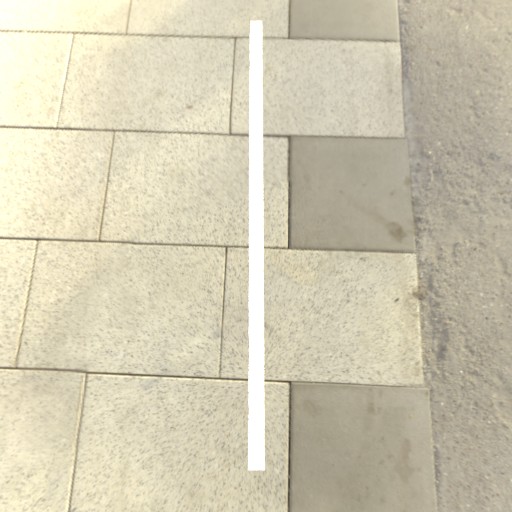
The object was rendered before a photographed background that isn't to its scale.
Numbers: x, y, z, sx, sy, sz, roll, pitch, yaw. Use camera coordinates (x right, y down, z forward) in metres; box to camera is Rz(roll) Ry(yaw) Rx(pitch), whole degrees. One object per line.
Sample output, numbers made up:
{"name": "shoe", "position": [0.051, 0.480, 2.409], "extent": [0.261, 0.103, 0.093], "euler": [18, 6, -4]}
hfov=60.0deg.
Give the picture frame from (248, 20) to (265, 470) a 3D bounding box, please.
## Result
{"name": "picture frame", "position": [0.000, 0.000, 1.204], "extent": [0.029, 0.640, 0.950], "euler": [0, 74, 0]}
